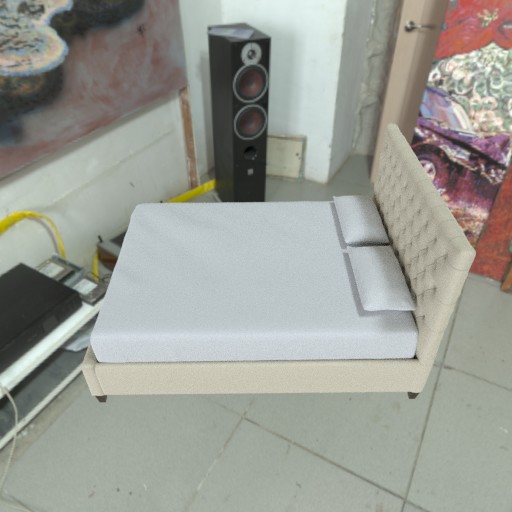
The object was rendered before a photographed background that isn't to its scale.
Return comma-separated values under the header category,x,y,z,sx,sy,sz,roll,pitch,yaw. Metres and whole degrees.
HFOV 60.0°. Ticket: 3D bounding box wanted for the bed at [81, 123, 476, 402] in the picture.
category,x,y,z,sx,sy,sz,roll,pitch,yaw
bed,0.000,0.000,3.440,2.387,1.427,1.698,-1,40,-1
